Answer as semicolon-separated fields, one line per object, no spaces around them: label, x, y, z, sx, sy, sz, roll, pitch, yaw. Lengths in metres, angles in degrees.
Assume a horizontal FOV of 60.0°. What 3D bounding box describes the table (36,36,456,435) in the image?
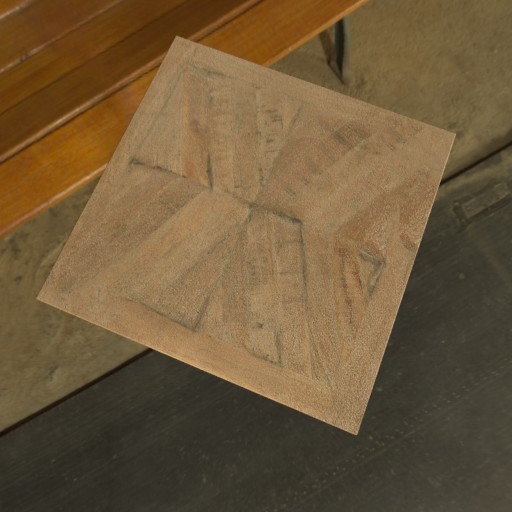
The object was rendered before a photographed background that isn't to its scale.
table;0.000;0.000;0.947;0.499;0.550;0.498;22;77;5
